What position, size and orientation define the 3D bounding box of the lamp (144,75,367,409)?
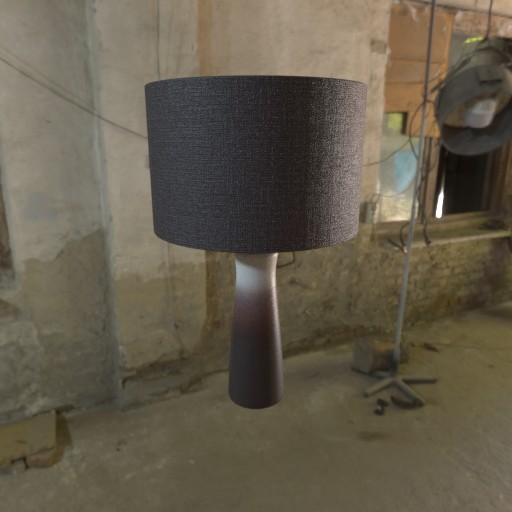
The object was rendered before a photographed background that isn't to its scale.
[{"bbox_3d":[0.000,0.000,0.686,0.303,0.488,0.303,0,16,0],"label":"lamp"}]
